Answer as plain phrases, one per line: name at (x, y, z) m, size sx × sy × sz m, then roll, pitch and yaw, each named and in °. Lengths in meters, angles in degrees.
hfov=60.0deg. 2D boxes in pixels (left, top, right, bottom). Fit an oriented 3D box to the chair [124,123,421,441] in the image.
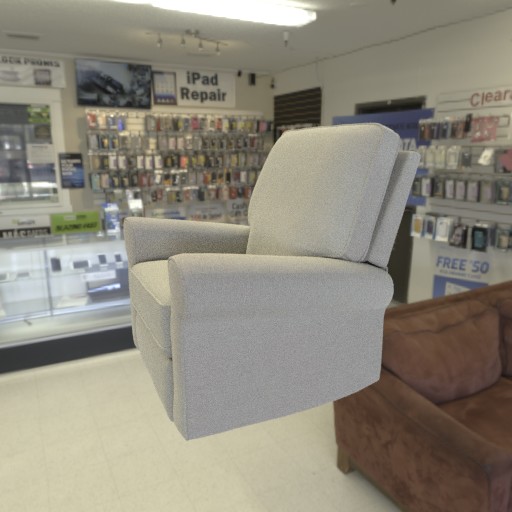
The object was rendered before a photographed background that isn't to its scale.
chair at (0.000, 0.000, 1.680) m, size 0.878 × 0.960 × 0.890 m, roll -7°, pitch 15°, yaw -25°
